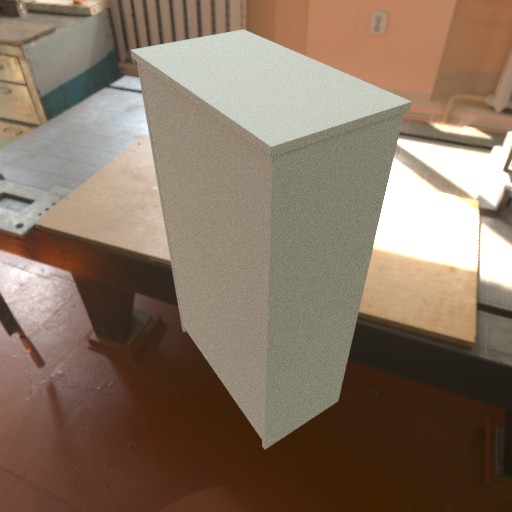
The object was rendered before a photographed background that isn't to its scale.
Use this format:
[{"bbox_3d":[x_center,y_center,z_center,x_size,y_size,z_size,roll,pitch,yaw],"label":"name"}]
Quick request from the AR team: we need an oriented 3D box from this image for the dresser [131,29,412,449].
[{"bbox_3d":[0.000,0.000,1.550,0.399,1.255,0.704,-24,47,-25],"label":"dresser"}]
